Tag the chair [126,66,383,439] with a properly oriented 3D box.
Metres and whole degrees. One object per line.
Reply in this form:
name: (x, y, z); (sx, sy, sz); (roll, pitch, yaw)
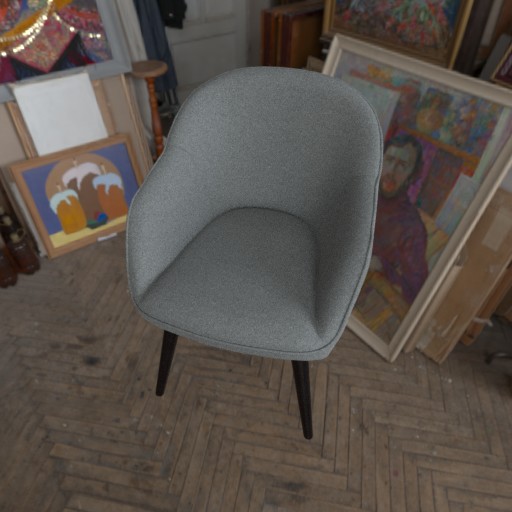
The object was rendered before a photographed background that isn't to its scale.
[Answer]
chair: (0.000, 0.000, 1.214); (0.589, 0.810, 0.611); (11, 43, 13)
